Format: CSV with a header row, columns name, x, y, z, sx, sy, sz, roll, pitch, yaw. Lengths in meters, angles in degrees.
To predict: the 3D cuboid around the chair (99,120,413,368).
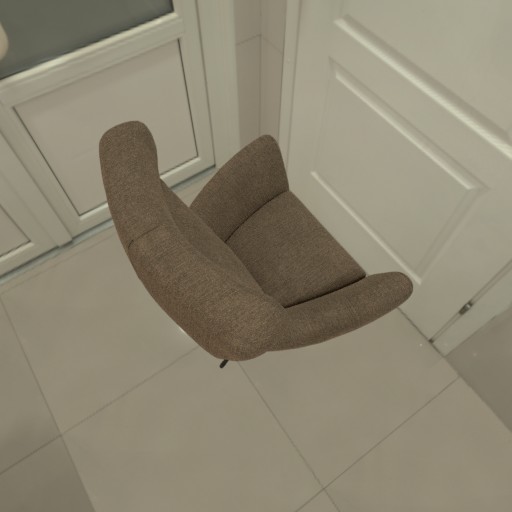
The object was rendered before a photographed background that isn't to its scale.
name,x,y,z,sx,sy,sz,roll,pitch,yaw
chair,0.000,0.000,1.794,0.900,1.040,0.980,-31,65,-16
